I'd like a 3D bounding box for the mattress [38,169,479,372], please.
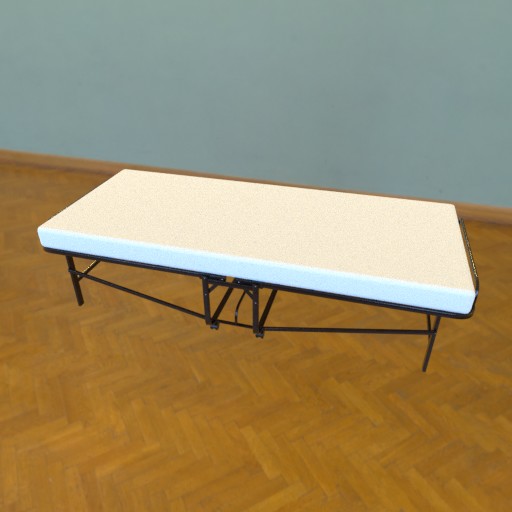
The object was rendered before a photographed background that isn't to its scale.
[{"bbox_3d":[0.000,0.000,2.509,2.153,0.519,0.922,8,33,13],"label":"mattress"}]
